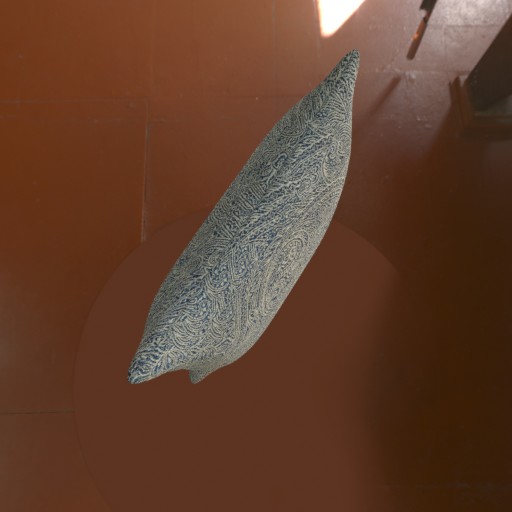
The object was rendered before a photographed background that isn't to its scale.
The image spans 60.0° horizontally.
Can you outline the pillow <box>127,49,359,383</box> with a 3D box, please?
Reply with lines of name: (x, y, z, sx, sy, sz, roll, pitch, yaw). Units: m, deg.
pillow: (0.000, 0.000, 0.787, 0.166, 0.510, 0.523, 32, 78, 8)
